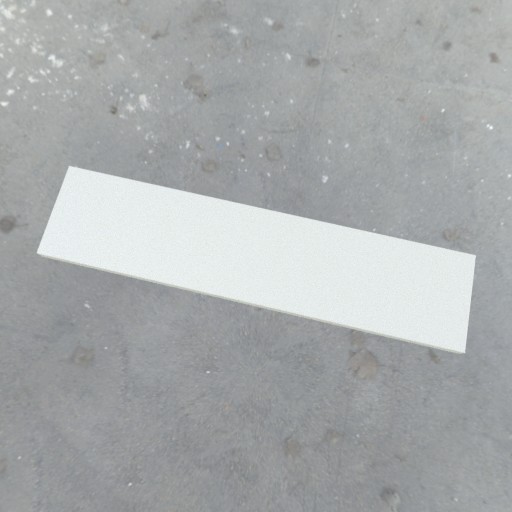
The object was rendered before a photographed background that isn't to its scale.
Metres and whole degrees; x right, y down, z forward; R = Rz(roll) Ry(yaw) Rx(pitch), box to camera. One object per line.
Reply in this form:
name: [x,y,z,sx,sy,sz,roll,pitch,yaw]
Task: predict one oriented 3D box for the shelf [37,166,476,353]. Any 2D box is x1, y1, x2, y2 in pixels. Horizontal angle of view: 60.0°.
shelf: [0.000,0.000,0.640,0.610,0.020,0.140,13,76,3]
